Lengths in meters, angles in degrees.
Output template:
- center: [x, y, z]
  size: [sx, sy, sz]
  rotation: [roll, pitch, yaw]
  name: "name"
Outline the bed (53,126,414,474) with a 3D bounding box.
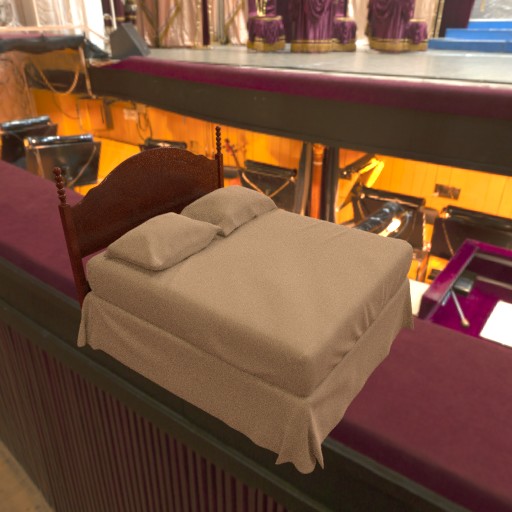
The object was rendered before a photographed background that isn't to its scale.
- center: [0.000, 0.000, 3.198]
  size: [2.040, 1.356, 1.873]
  rotation: [18, 33, 31]
  name: "bed"
